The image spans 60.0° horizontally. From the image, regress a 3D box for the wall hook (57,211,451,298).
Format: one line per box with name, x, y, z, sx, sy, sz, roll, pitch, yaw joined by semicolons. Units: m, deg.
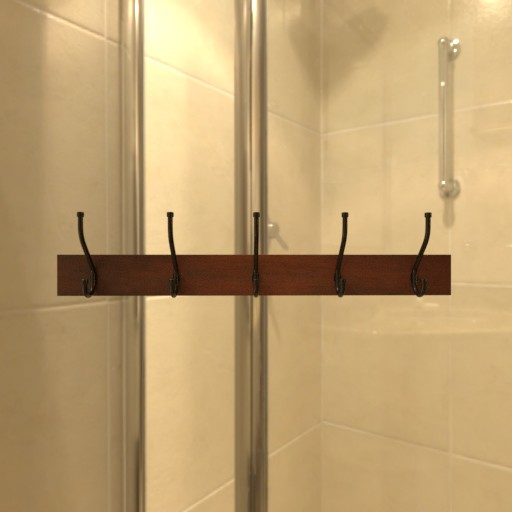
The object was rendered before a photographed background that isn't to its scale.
wall hook;0.000;0.000;0.621;0.571;0.117;0.071;0;0;-1
